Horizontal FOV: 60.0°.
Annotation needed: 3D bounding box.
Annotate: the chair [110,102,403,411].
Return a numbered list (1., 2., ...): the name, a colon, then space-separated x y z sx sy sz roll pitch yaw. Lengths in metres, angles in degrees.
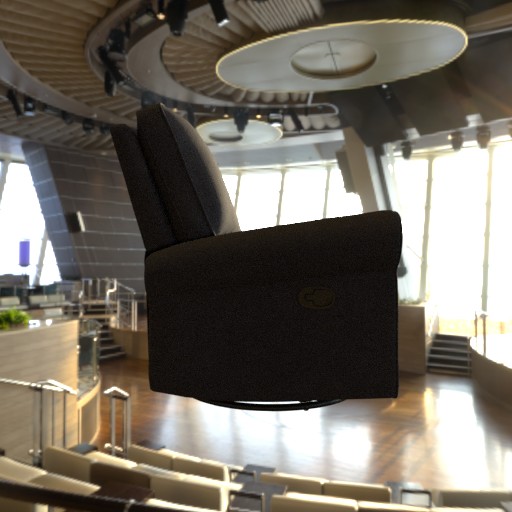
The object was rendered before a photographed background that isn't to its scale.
1. chair: 0.000 0.000 1.668 0.878 0.961 0.890 0 -1 0
